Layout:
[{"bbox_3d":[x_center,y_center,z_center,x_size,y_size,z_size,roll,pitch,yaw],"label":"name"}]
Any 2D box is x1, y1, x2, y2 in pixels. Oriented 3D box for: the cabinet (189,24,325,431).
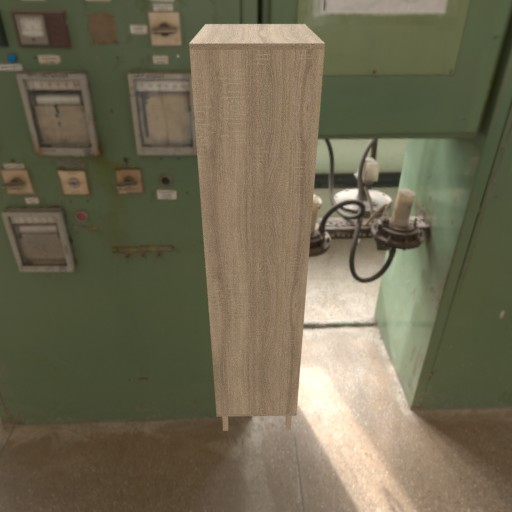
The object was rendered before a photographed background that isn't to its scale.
[{"bbox_3d":[0.000,0.000,2.042,0.400,1.850,0.570,0,33,-1],"label":"cabinet"}]
